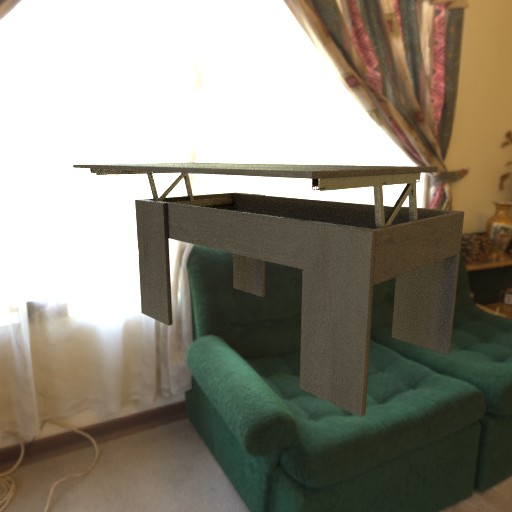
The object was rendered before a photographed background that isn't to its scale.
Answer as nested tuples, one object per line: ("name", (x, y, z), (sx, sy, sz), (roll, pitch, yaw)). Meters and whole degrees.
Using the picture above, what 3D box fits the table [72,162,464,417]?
("table", (0.000, 0.000, 1.411), (0.711, 0.570, 1.000), (-12, 18, -43))
